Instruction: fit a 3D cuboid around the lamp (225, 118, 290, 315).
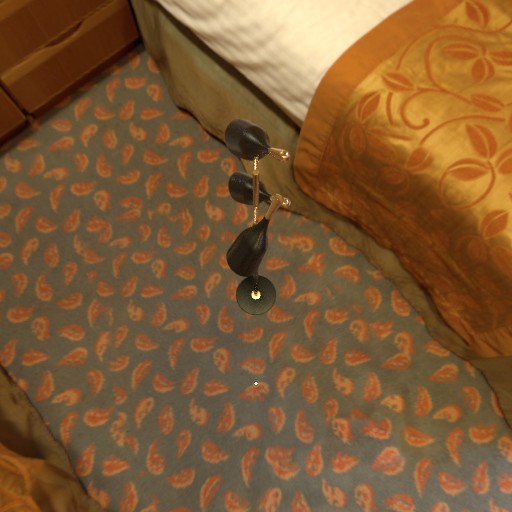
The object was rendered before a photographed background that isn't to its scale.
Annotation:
[{"bbox_3d":[0.000,0.000,1.948,0.253,1.778,0.434,1,74,0],"label":"lamp"}]
